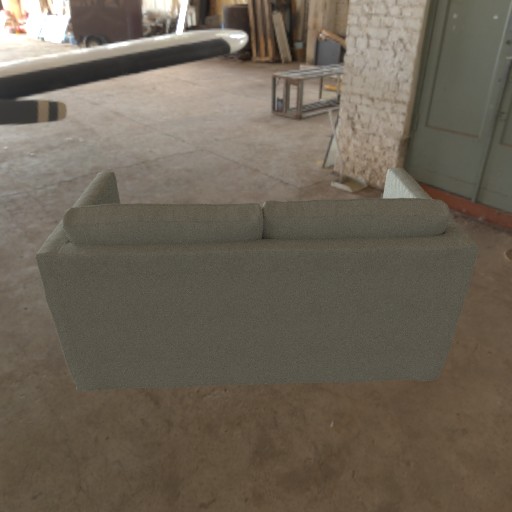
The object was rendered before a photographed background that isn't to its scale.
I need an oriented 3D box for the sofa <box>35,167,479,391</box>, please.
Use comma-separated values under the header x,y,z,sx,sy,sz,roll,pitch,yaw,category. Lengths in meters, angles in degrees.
x,y,z,sx,sy,sz,roll,pitch,yaw,category
0.000,0.000,2.215,1.727,0.830,0.944,-1,30,-2,sofa
